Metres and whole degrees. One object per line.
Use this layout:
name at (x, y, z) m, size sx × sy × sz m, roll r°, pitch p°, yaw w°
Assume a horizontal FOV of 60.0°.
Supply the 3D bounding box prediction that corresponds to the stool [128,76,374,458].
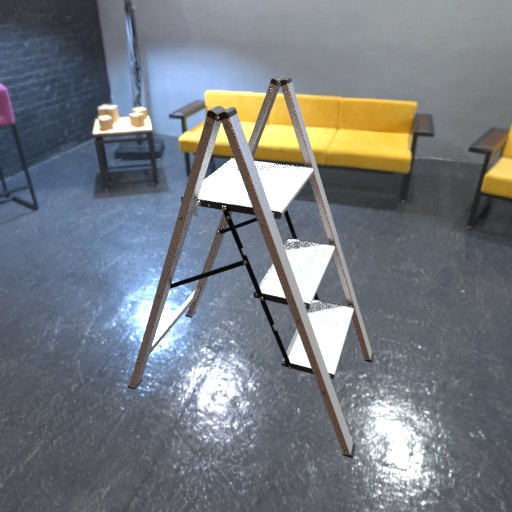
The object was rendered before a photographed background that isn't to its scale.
stool at (0.000, 0.000, 1.271) m, size 0.730 × 0.902 × 0.441 m, roll 11°, pitch 33°, yaw 17°
